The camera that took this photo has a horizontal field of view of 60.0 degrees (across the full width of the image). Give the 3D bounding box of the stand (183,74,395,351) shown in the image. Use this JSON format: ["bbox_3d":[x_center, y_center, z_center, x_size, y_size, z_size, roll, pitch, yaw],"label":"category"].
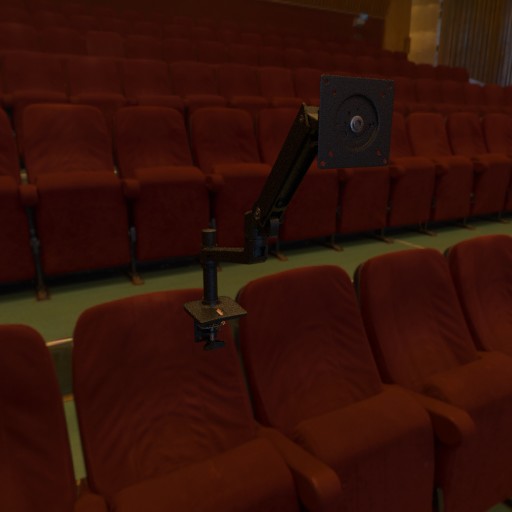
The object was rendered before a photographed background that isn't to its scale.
[{"bbox_3d":[0.000,0.000,1.037,0.152,0.713,0.650,-8,17,-28],"label":"stand"}]
